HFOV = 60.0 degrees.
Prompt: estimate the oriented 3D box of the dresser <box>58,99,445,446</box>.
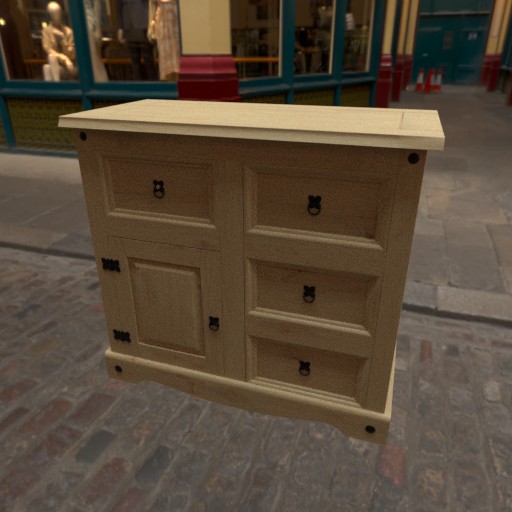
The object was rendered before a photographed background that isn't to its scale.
[{"bbox_3d":[0.000,0.000,1.352,0.915,0.835,0.440,8,26,17],"label":"dresser"}]
